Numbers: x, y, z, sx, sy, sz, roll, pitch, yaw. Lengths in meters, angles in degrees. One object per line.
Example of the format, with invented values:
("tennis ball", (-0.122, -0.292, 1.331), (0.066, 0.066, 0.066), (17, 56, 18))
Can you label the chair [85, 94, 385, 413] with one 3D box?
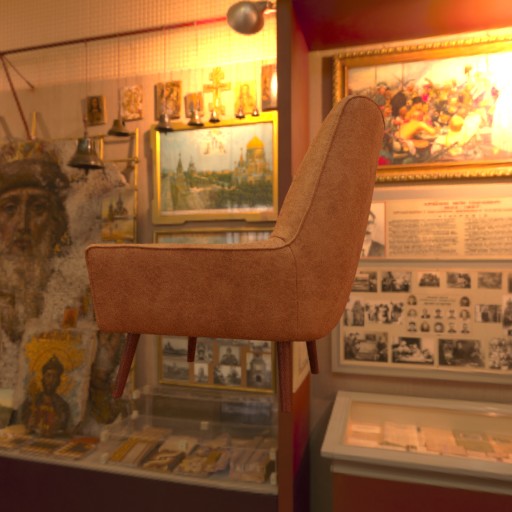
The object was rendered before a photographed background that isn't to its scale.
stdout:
("chair", (0.000, 0.000, 1.518), (0.851, 0.883, 0.753), (0, -1, 18))
